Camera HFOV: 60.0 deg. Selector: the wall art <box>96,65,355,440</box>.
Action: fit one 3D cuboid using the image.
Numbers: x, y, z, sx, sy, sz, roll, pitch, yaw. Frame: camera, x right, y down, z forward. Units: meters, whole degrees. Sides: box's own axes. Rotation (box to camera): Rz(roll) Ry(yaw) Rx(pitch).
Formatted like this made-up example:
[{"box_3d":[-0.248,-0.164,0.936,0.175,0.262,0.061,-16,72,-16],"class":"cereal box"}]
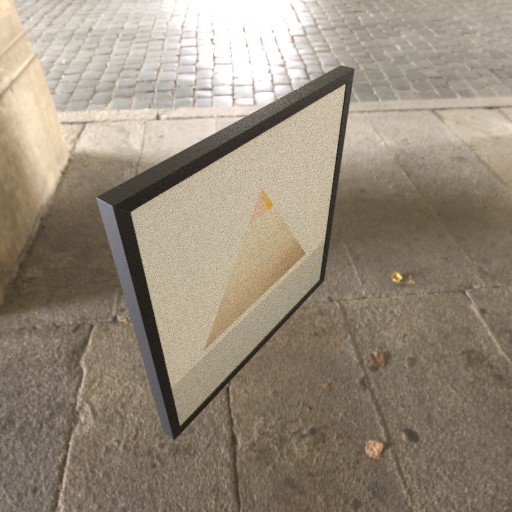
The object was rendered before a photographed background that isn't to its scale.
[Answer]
[{"box_3d":[0.000,0.000,1.171,0.042,0.766,0.769,27,48,27],"class":"wall art"}]
